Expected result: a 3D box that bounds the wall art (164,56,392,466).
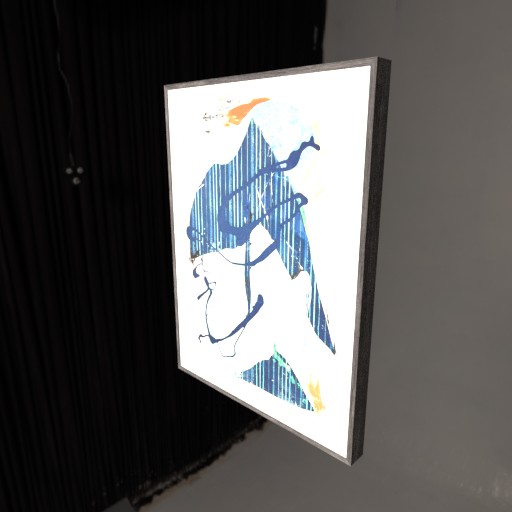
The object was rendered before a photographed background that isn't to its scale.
[{"bbox_3d":[0.000,0.000,1.334,0.762,1.016,0.063,14,20,42],"label":"wall art"}]
